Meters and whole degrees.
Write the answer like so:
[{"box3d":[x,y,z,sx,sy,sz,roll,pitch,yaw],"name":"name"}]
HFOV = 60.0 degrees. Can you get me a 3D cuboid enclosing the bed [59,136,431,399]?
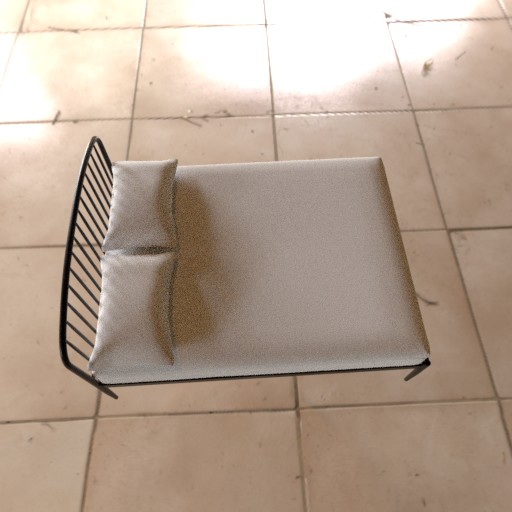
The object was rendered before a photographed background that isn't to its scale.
[{"box3d":[0.000,0.000,3.093,2.159,1.166,1.618,-3,62,-2],"name":"bed"}]
